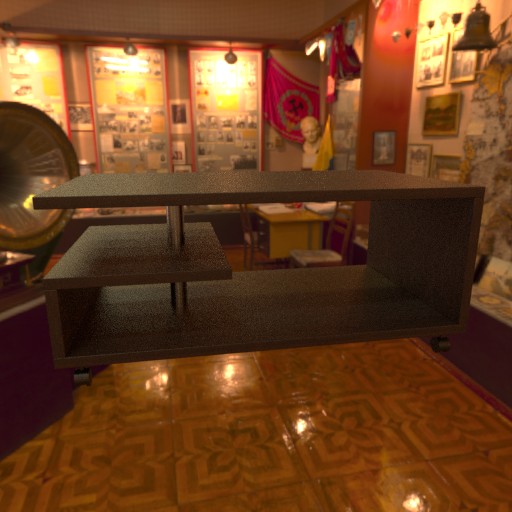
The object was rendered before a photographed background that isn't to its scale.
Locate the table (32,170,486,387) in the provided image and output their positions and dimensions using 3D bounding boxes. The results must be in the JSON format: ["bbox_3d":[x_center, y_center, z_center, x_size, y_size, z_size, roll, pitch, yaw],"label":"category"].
[{"bbox_3d":[0.000,0.000,1.345,1.050,0.460,0.590,-3,15,-10],"label":"table"}]
